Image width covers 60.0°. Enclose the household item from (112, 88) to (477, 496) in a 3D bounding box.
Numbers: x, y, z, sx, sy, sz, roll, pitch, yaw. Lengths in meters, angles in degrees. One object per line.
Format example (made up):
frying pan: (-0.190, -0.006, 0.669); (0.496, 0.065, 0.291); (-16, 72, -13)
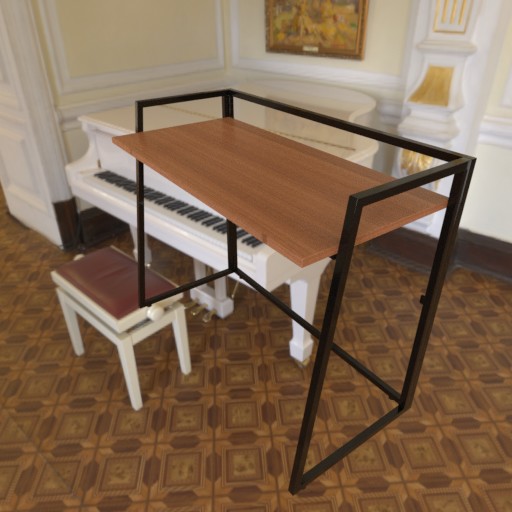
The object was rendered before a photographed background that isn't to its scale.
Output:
household item: (0.000, 0.000, 1.483); (0.510, 0.860, 1.050); (-21, 37, -30)
